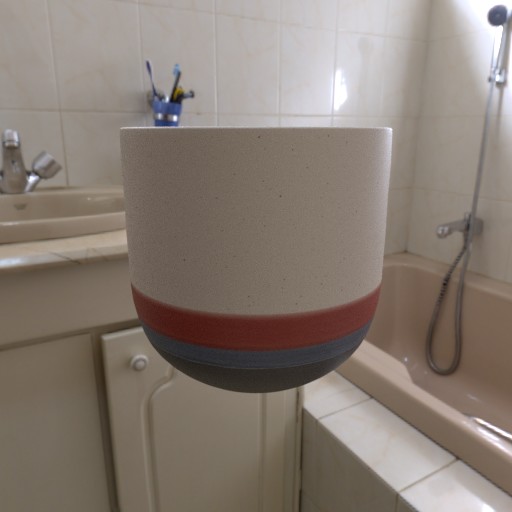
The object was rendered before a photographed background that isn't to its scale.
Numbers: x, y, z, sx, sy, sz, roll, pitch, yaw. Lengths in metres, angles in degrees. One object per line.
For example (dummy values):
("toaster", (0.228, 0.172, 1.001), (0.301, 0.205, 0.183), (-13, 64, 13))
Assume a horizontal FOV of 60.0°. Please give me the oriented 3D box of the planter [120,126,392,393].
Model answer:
("planter", (0.000, 0.000, 0.486), (0.268, 0.270, 0.268), (0, 16, 0))
